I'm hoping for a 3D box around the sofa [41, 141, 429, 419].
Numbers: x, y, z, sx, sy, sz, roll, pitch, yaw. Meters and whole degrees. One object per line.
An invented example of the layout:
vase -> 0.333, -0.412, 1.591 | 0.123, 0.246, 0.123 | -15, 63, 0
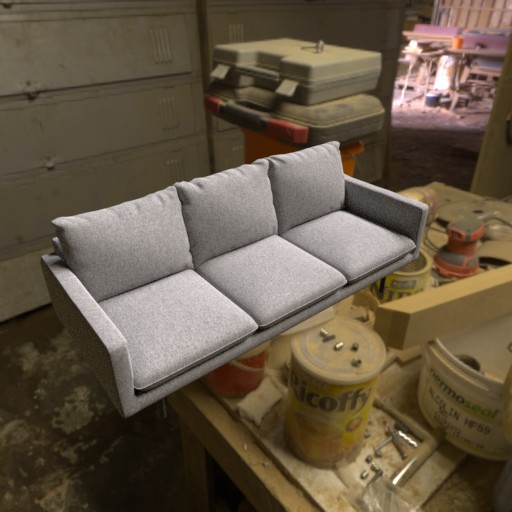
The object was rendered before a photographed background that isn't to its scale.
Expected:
sofa -> 0.000, 0.000, 2.456 | 2.000, 0.830, 0.850 | -22, 38, -32
